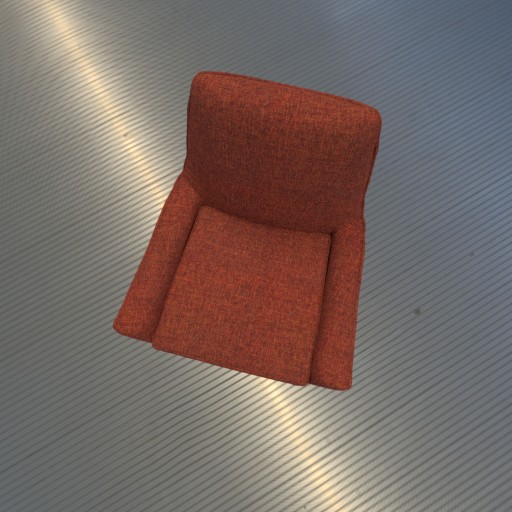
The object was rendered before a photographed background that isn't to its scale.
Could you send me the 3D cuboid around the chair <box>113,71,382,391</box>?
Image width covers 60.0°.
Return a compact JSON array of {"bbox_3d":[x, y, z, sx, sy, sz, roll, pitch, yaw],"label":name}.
[{"bbox_3d":[0.000,0.000,1.540,0.803,0.911,0.784,14,76,3],"label":"chair"}]
